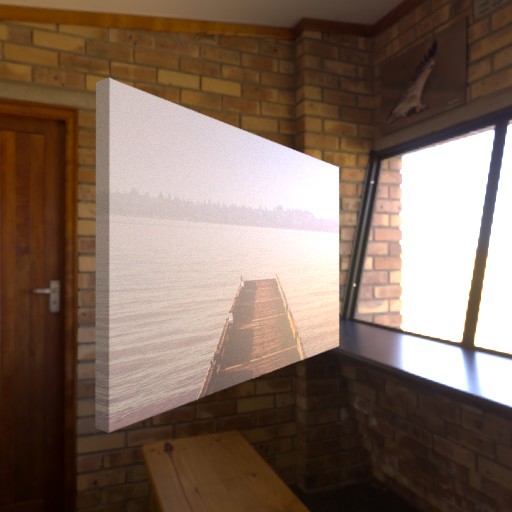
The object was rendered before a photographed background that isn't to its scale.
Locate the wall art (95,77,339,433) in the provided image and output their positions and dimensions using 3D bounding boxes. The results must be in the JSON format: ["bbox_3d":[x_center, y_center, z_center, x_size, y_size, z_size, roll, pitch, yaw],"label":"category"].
[{"bbox_3d":[0.000,0.000,1.139,0.037,0.609,0.916,0,0,36],"label":"wall art"}]
